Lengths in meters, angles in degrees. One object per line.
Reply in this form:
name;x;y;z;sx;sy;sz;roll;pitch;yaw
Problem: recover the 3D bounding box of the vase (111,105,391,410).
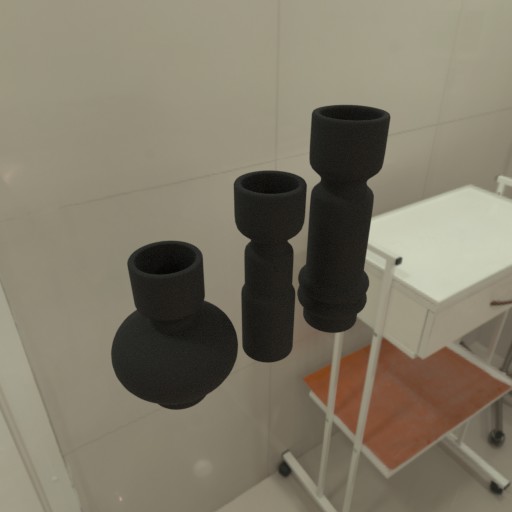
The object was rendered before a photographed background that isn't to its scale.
vase;0.000;0.000;0.437;0.307;0.249;0.120;-19;35;-29
